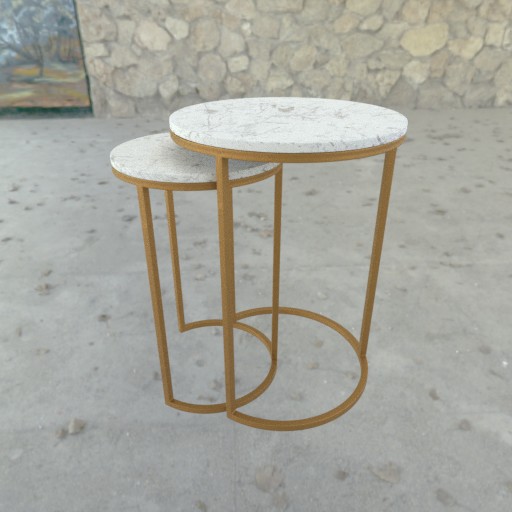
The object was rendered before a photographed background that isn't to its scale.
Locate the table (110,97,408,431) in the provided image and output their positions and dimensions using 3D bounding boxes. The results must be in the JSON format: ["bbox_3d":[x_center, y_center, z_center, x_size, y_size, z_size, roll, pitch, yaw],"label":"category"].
[{"bbox_3d":[0.000,0.000,0.892,0.507,0.550,0.400,-1,28,-2],"label":"table"}]
